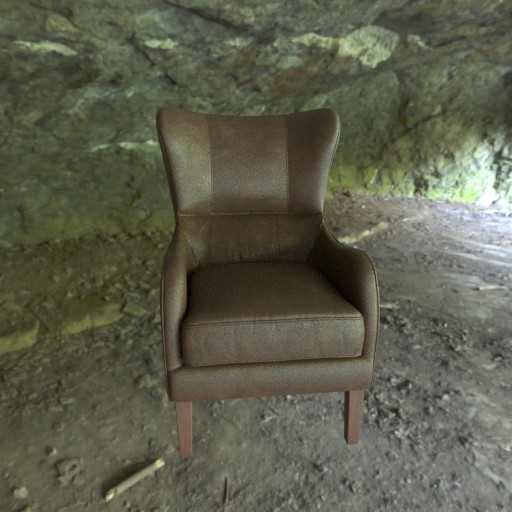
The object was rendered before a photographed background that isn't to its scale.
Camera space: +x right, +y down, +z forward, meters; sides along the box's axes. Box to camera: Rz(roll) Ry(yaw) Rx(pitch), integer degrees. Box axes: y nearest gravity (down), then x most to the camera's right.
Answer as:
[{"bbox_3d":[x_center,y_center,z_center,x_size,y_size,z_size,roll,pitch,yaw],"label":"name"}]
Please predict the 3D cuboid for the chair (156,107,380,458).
[{"bbox_3d":[0.000,0.000,1.596,0.692,1.048,0.914,-2,15,-7],"label":"chair"}]
